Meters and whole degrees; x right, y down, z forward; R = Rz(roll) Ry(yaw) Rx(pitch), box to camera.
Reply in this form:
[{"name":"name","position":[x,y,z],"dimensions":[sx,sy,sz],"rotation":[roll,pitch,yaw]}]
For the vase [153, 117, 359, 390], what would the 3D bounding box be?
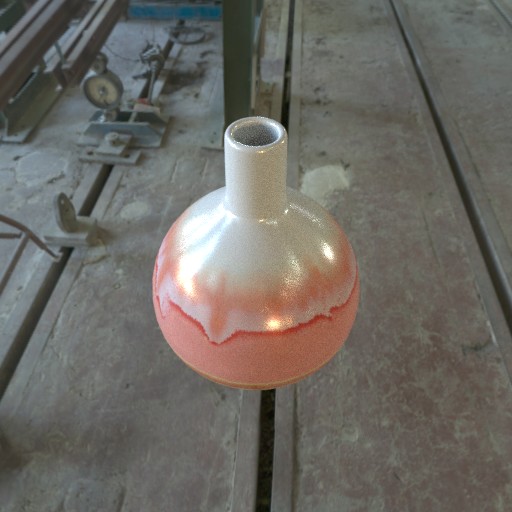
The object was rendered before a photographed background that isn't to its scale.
[{"name":"vase","position":[0.000,0.000,0.277],"dimensions":[0.137,0.176,0.137],"rotation":[0,47,0]}]
